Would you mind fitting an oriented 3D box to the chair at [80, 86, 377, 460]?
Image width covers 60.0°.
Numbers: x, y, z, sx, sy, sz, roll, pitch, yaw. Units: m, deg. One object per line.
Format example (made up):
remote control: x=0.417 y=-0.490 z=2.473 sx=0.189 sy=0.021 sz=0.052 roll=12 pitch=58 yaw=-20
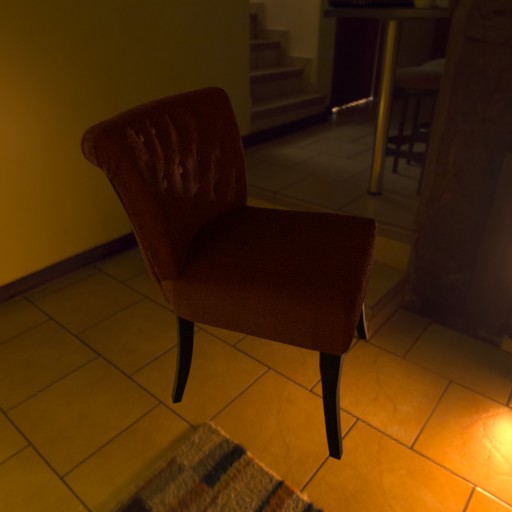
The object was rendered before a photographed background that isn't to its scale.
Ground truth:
chair: x=0.000 y=0.000 z=1.160 sx=0.605 sy=0.750 sz=0.582 roll=10 pitch=31 yaw=17
